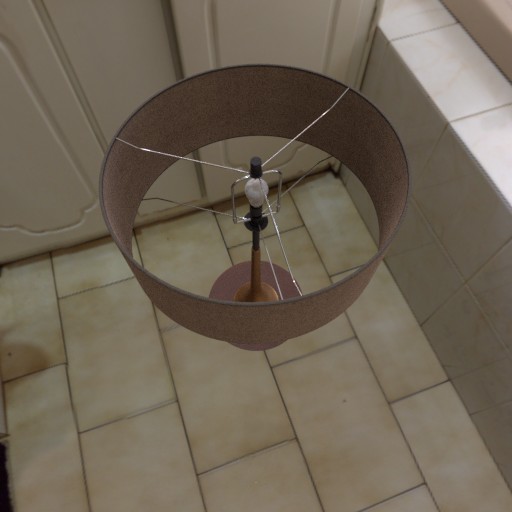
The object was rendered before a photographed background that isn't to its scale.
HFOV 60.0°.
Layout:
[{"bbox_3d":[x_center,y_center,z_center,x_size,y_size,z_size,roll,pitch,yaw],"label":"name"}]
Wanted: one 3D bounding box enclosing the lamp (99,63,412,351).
[{"bbox_3d":[0.000,0.000,0.830,0.417,0.551,0.396,-15,64,-8],"label":"lamp"}]
